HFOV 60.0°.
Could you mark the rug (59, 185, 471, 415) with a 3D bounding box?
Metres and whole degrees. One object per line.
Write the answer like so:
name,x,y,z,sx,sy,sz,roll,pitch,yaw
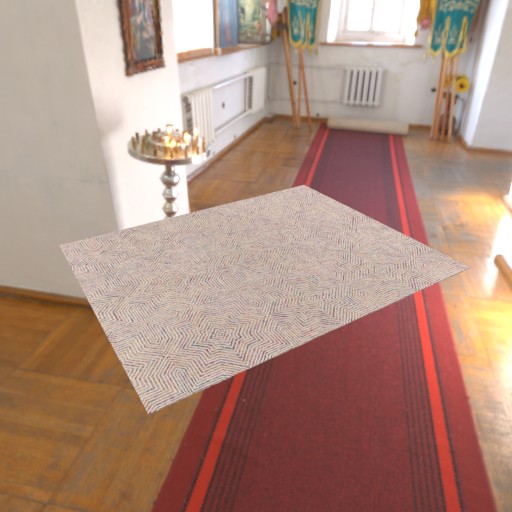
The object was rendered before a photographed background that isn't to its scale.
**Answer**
rug,0.000,0.000,4.185,3.046,0.008,2.442,-18,35,-28
